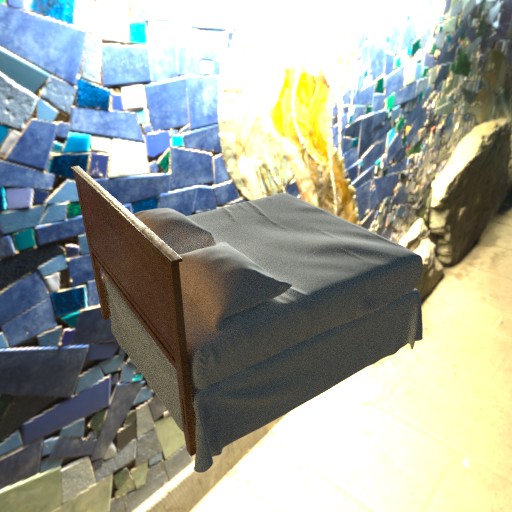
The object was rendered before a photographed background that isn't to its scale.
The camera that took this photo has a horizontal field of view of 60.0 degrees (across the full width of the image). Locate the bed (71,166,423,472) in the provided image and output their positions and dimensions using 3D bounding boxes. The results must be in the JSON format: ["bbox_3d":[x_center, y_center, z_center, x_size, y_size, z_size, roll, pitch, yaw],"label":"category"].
[{"bbox_3d":[0.000,0.000,3.273,2.035,1.273,1.870,-18,33,-30],"label":"bed"}]
